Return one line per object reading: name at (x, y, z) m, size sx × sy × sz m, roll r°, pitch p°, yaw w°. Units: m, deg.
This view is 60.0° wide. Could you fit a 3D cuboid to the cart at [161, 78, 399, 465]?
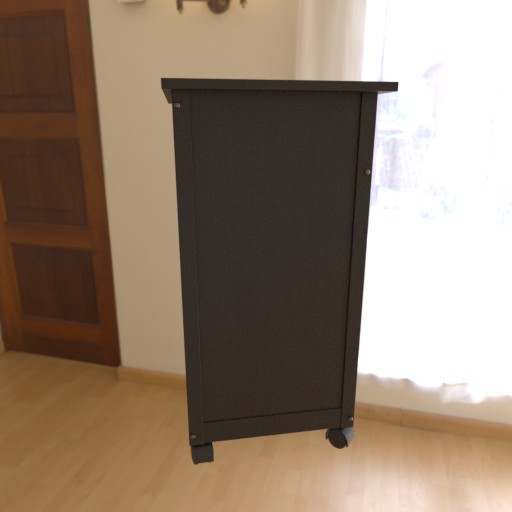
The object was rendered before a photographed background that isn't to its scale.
cart at (0.000, 0.000, 1.264) m, size 0.456 × 0.879 × 0.660 m, roll -3°, pitch 17°, yaw -9°
